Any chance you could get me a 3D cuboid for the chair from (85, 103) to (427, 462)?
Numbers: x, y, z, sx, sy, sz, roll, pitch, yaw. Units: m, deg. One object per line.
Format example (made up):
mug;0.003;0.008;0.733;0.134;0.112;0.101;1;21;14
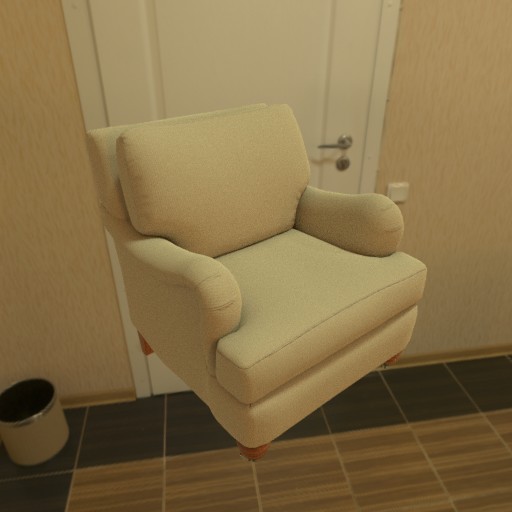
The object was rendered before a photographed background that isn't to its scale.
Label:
chair;0.000;0.000;1.815;0.955;1.038;1.070;-21;36;-32
